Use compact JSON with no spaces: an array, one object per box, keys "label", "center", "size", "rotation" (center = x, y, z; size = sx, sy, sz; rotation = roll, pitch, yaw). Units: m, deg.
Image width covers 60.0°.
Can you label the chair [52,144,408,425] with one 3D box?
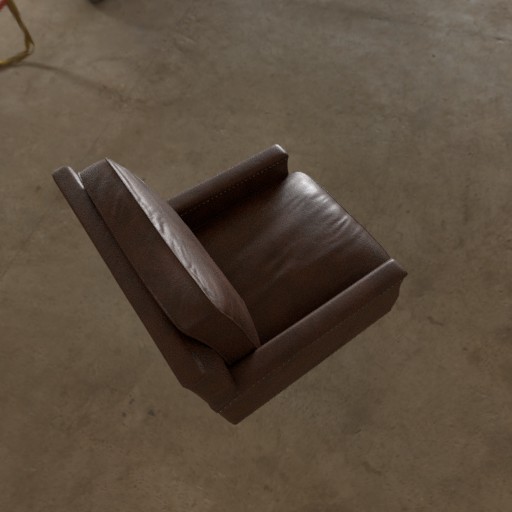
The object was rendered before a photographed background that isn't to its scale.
[{"label":"chair","center":[0.000,0.000,1.789],"size":[1.035,1.054,0.854],"rotation":[-31,64,-17]}]
